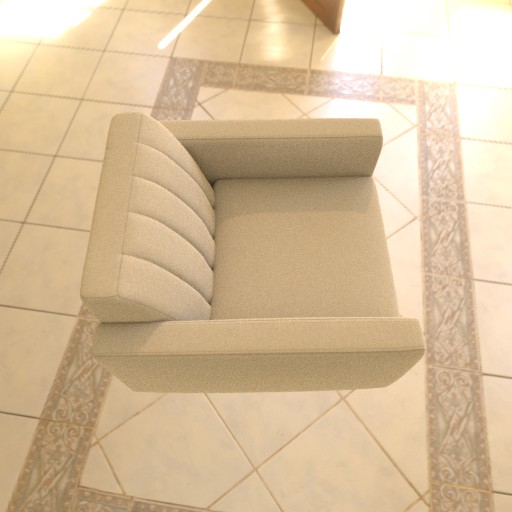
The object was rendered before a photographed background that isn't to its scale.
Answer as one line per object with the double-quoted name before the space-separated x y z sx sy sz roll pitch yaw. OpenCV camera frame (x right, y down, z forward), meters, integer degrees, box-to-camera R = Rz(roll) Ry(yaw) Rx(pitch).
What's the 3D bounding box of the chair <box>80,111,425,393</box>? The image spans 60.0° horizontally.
"chair" 0.000 0.000 1.672 0.998 0.819 0.953 -1 62 0
